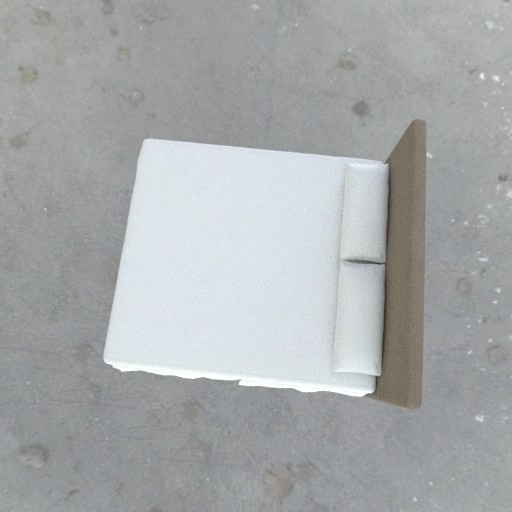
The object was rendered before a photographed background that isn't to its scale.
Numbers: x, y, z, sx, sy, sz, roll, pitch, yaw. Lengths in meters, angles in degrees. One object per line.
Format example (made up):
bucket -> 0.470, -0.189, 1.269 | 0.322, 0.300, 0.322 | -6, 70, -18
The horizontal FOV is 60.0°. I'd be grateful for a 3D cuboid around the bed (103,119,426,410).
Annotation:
bed -> 0.000, 0.000, 3.656 | 2.341, 1.317, 2.119 | 6, 76, 1
